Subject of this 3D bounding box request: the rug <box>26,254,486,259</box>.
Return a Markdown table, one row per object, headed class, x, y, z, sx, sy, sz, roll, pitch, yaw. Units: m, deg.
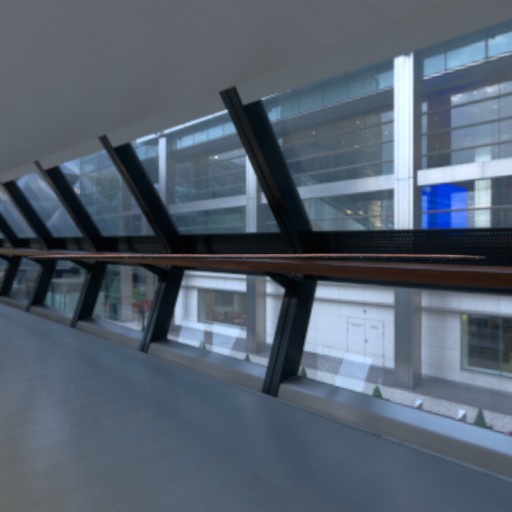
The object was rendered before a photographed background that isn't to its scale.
| class | x | y | z | sx | sy | sz | roll | pitch | yaw |
| --- | --- | --- | --- | --- | --- | --- | --- | --- | --- |
| rug | 0.000 | 0.000 | 3.682 | 3.032 | 0.034 | 1.522 | 0 | 0 | 0 |
